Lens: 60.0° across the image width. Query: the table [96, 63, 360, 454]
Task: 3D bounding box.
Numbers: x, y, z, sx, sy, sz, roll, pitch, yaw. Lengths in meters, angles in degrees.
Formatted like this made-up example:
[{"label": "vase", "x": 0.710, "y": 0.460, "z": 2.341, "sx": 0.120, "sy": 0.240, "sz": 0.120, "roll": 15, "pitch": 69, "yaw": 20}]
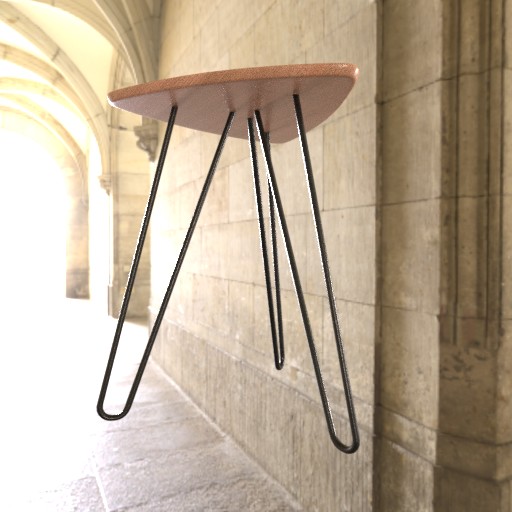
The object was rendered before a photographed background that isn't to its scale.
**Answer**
[{"label": "table", "x": 0.000, "y": 0.000, "z": 0.888, "sx": 0.442, "sy": 0.564, "sz": 0.455, "roll": 0, "pitch": 1, "yaw": 18}]
